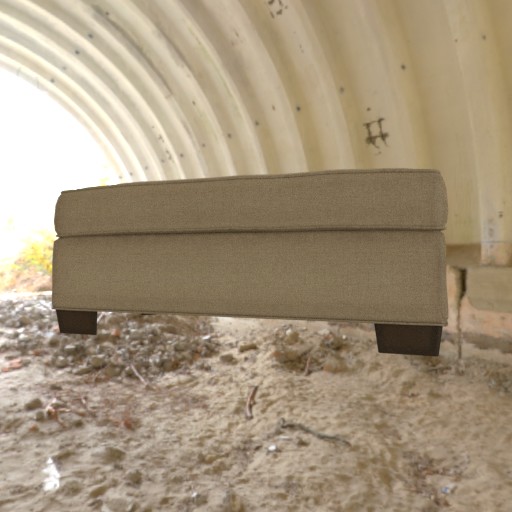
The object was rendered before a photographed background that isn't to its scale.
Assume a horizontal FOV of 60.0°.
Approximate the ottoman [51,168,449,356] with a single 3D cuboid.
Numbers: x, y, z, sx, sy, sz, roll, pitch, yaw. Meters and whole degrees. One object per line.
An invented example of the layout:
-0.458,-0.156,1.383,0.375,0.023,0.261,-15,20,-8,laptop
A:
0.000,0.000,1.435,1.097,0.461,0.617,0,-1,18,ottoman
